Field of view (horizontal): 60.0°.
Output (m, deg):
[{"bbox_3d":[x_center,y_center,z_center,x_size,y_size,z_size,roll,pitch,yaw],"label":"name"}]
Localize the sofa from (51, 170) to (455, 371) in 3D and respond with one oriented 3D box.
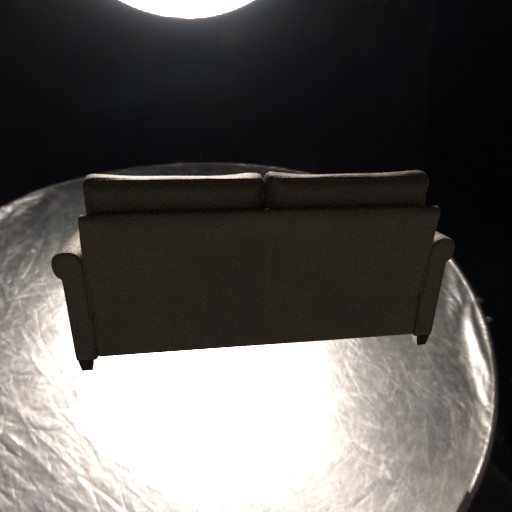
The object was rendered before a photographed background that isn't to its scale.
[{"bbox_3d":[0.000,0.000,2.428,1.935,0.942,0.842,-2,15,-9],"label":"sofa"}]
